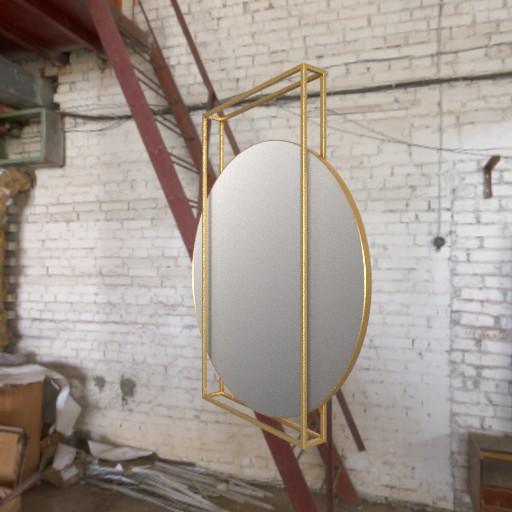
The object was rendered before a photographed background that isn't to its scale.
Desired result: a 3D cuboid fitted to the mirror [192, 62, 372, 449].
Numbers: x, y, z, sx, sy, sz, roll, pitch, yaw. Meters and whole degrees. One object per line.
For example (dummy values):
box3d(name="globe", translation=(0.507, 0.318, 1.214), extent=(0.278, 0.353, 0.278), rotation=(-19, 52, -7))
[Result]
box3d(name="mirror", translation=(0.000, 0.000, 0.831), extent=(0.051, 0.603, 0.508), rotation=(0, 0, -37))
